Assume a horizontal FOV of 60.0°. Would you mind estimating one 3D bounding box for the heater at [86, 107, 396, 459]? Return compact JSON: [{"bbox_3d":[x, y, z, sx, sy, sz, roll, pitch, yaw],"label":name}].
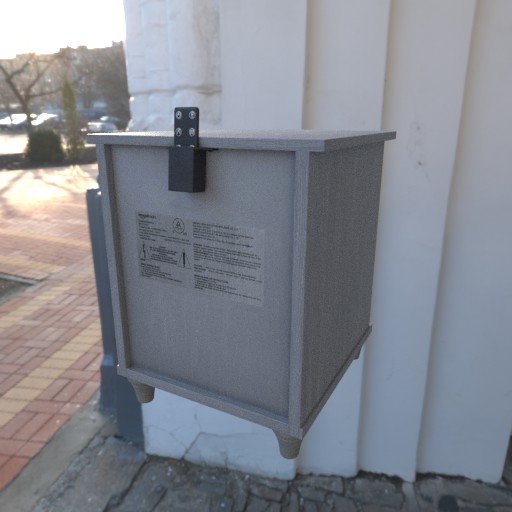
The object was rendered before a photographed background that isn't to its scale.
[{"bbox_3d":[0.000,0.000,0.765,0.362,0.481,0.400,9,19,27],"label":"heater"}]
